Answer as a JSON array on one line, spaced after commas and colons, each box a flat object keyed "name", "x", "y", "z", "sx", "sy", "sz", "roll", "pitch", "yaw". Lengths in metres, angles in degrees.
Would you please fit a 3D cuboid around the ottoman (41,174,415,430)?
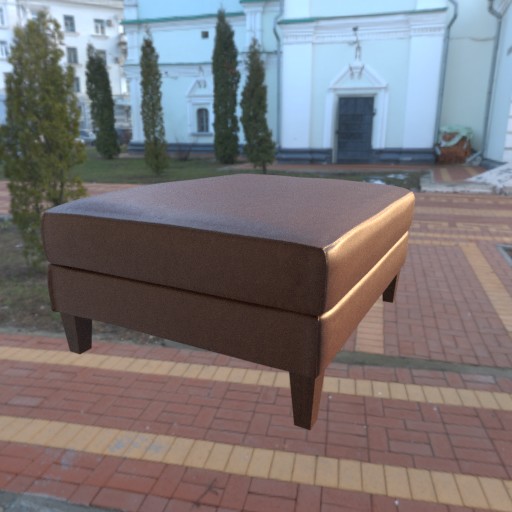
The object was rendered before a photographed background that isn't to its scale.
[{"name": "ottoman", "x": 0.000, "y": 0.000, "z": 1.453, "sx": 0.836, "sy": 0.472, "sz": 0.987, "roll": 8, "pitch": 18, "yaw": 27}]
